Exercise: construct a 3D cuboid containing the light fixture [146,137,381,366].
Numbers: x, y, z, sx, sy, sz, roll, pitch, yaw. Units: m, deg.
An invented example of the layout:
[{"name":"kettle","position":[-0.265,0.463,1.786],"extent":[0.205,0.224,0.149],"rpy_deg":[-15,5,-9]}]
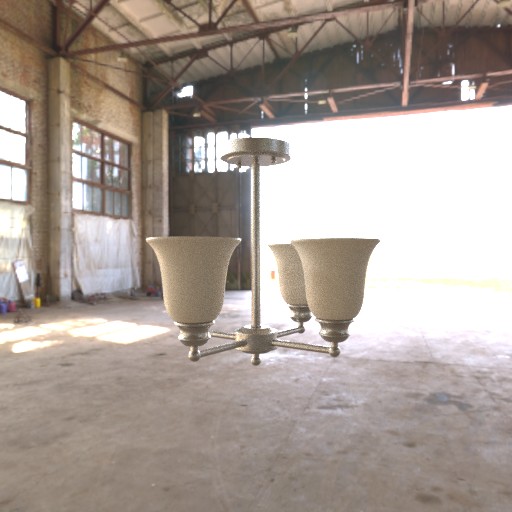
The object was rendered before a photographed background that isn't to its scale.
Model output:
[{"name":"light fixture","position":[0.000,0.000,0.749],"extent":[0.427,0.370,0.427],"rpy_deg":[0,0,37]}]
